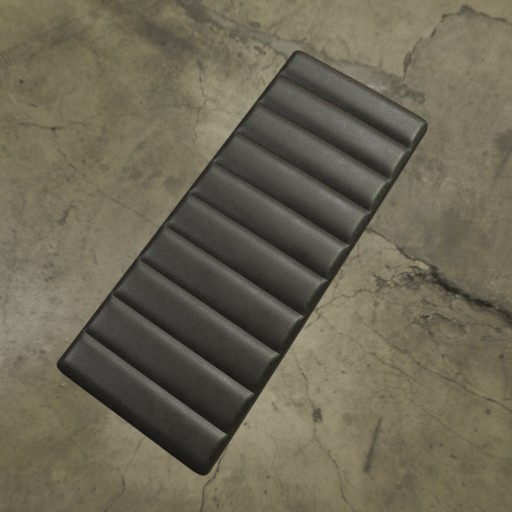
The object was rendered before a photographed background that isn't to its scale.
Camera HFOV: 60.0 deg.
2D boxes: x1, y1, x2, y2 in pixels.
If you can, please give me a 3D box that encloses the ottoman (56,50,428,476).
[{"bbox_3d":[0.000,0.000,1.399,0.482,0.469,1.151,33,78,8],"label":"ottoman"}]
